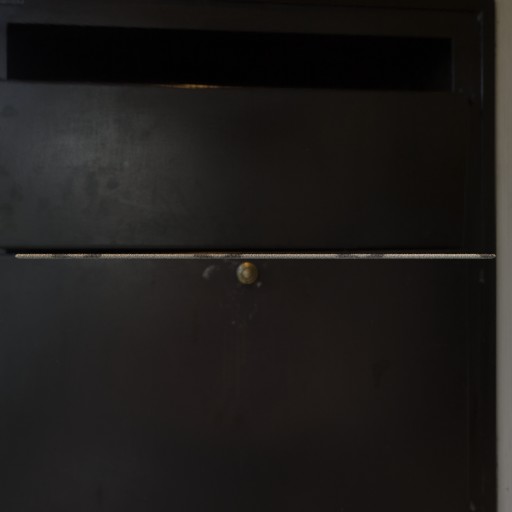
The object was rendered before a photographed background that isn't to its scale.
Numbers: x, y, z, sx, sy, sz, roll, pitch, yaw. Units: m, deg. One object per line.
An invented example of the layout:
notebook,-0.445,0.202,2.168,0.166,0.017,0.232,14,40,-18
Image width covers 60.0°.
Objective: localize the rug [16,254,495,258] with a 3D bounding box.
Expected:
rug,0.000,0.000,3.937,3.000,0.026,2.399,0,0,0
